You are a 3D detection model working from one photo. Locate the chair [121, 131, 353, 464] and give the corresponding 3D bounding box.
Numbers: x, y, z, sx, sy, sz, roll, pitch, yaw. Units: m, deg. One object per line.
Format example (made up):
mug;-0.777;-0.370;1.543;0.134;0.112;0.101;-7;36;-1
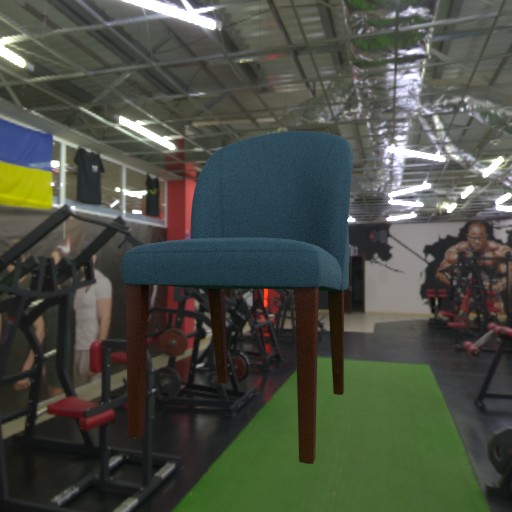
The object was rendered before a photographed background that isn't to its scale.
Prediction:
chair;0.000;0.000;1.262;0.507;0.879;0.620;0;-1;19
